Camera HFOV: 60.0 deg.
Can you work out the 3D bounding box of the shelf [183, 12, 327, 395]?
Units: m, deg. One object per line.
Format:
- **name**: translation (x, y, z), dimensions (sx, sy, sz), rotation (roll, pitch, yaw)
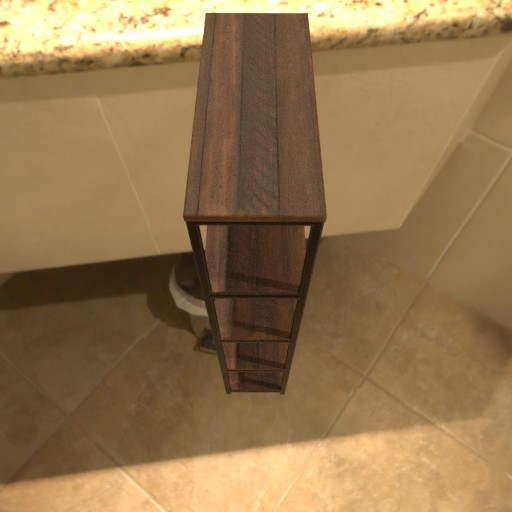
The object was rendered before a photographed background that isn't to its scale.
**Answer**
- **shelf**: translation (0.000, 0.000, 2.127), dimensions (0.359, 1.860, 0.874), rotation (0, 59, 0)
